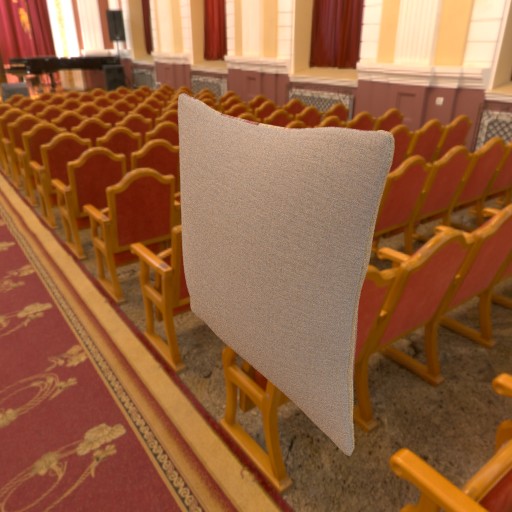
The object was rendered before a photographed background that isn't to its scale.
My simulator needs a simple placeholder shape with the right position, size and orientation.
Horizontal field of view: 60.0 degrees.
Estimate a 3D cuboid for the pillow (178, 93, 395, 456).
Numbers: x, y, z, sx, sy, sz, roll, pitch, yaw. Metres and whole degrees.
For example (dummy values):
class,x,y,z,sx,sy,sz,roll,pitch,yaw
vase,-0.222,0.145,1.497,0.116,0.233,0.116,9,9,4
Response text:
class,x,y,z,sx,sy,sz,roll,pitch,yaw
pillow,0.000,0.000,0.650,0.136,0.419,0.437,-17,31,-32
